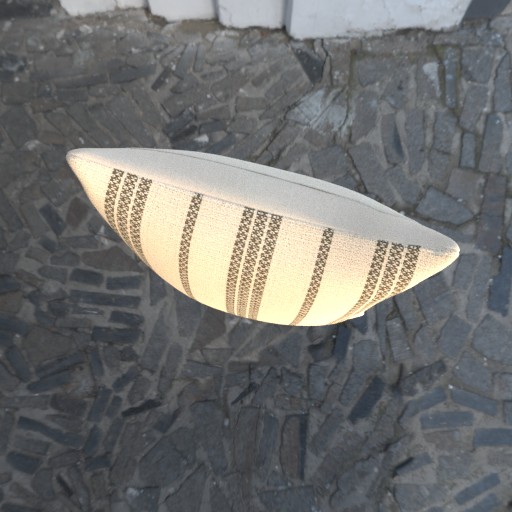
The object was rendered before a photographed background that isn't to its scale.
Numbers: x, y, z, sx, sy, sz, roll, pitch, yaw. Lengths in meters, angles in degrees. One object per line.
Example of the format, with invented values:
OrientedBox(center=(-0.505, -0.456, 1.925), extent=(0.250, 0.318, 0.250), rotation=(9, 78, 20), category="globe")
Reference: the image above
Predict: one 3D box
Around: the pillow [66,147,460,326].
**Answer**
OrientedBox(center=(0.000, 0.000, 0.627), extent=(0.405, 0.406, 0.173), rotation=(14, 75, 4), category="pillow")
